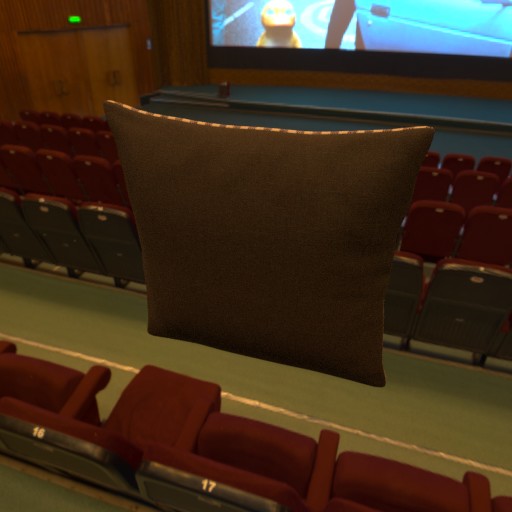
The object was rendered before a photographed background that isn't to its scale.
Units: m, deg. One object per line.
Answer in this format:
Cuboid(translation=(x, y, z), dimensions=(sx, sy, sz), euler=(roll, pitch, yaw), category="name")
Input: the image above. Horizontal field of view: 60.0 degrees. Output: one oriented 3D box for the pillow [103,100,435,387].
Cuboid(translation=(0.000, 0.000, 0.794), dimensions=(0.523, 0.506, 0.166), euler=(10, 33, 15), category="pillow")
